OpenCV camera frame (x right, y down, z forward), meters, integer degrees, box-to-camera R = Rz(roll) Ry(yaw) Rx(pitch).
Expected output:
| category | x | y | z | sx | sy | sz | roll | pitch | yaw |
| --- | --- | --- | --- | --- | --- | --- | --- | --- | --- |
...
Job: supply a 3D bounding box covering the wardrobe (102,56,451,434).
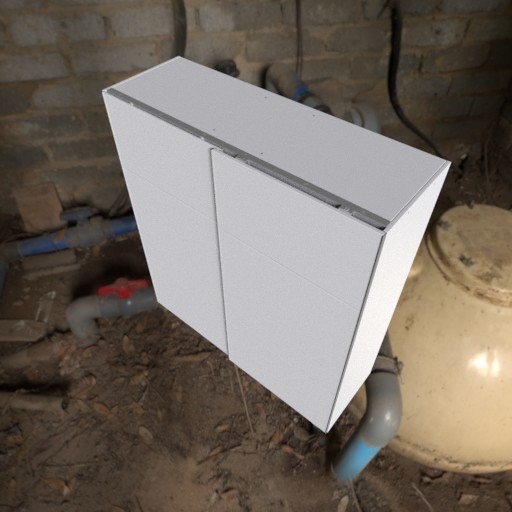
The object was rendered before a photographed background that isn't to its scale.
| category | x | y | z | sx | sy | sz | roll | pitch | yaw |
| --- | --- | --- | --- | --- | --- | --- | --- | --- | --- |
| wardrobe | 0.000 | 0.000 | 2.942 | 1.780 | 1.960 | 0.629 | 31 | 54 | 26 |
